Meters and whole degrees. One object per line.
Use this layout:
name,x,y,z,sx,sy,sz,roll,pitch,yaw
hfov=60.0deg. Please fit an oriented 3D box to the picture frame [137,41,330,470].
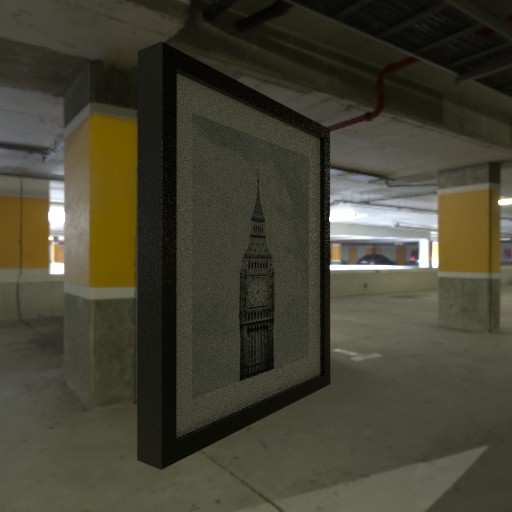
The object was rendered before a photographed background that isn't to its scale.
picture frame,0.000,0.000,0.533,0.034,0.378,0.328,0,0,36
